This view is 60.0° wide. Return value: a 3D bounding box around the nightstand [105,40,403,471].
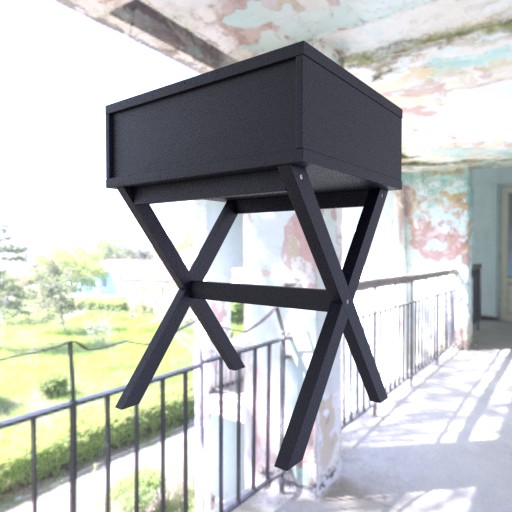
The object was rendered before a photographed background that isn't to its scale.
[{"bbox_3d":[0.000,0.000,0.936,0.479,0.623,0.402,1,2,38],"label":"nightstand"}]
